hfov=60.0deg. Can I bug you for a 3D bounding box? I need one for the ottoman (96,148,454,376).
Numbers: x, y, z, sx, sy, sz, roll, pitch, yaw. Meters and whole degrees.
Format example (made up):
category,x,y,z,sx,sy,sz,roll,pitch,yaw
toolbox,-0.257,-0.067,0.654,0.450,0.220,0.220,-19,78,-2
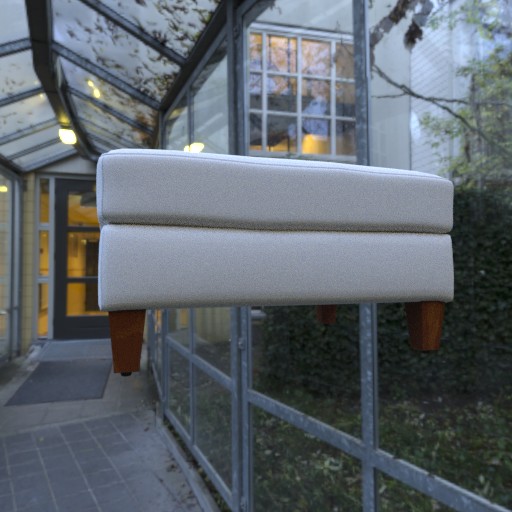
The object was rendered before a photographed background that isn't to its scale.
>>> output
category,x,y,z,sx,sy,sz,roll,pitch,yaw
ottoman,0.000,0.000,1.219,0.818,0.479,0.634,0,-1,-19
